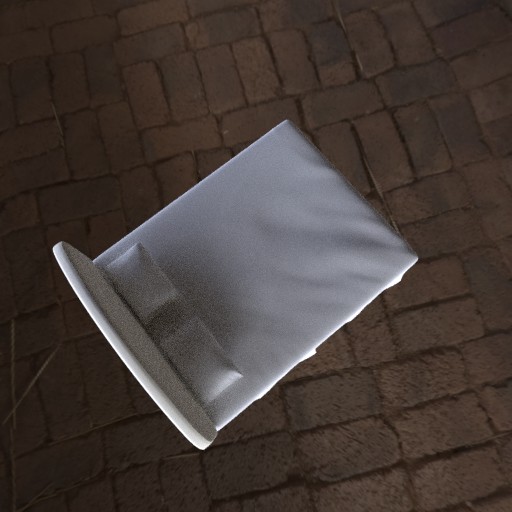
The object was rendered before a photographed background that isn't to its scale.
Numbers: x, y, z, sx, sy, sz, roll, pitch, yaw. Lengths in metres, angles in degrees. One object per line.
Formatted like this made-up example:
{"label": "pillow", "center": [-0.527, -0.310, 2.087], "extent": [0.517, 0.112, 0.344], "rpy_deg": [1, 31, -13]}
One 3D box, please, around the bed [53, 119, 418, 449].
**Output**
{"label": "bed", "center": [0.000, 0.000, 3.129], "extent": [2.005, 1.410, 1.607], "rpy_deg": [-38, 78, -9]}
